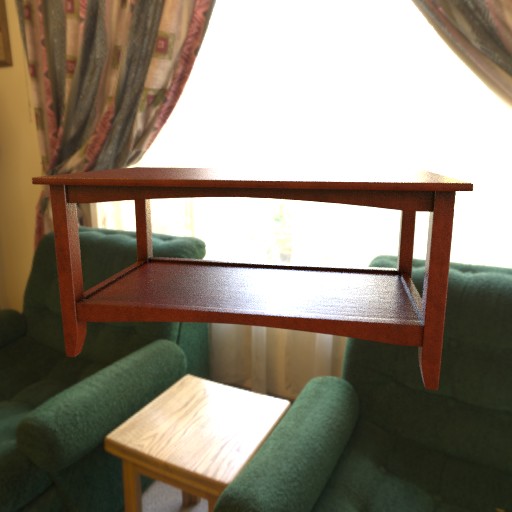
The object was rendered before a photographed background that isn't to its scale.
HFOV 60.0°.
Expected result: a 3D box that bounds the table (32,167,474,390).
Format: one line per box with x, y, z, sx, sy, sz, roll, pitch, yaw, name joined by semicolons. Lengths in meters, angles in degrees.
0.000;0.000;1.233;0.943;0.456;0.533;3;14;10;table
